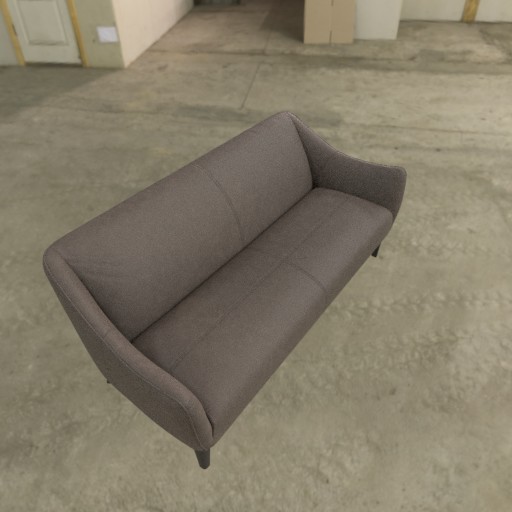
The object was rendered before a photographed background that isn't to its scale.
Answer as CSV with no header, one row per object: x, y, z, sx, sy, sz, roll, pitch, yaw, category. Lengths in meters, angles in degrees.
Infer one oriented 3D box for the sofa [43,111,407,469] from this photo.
0.000,0.000,2.327,0.869,0.831,1.928,25,46,27,sofa
